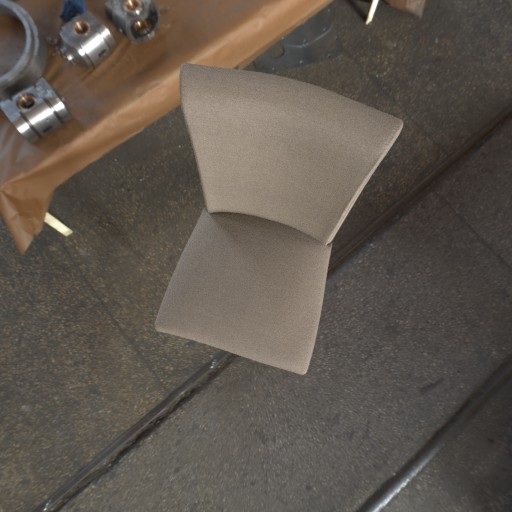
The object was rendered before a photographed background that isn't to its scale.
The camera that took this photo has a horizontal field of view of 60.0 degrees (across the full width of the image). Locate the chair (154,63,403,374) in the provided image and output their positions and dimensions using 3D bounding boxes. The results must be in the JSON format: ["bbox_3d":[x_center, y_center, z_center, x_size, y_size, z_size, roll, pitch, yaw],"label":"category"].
[{"bbox_3d":[0.000,0.000,1.377,0.513,0.988,0.608,16,77,4],"label":"chair"}]
